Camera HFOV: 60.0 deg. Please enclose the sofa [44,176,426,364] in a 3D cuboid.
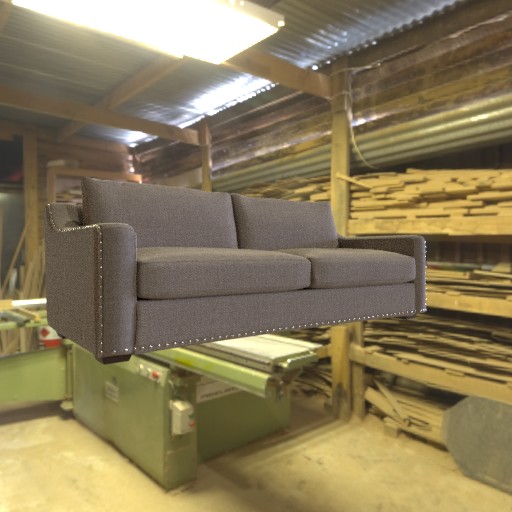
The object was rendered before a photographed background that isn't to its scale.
[{"bbox_3d":[0.000,0.000,2.723,2.208,0.857,1.000,0,0,-37],"label":"sofa"}]
